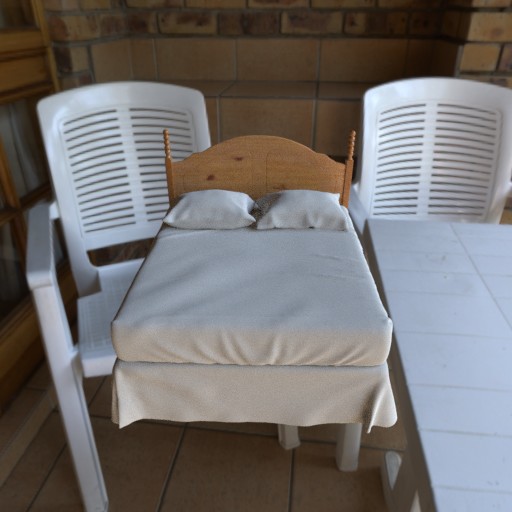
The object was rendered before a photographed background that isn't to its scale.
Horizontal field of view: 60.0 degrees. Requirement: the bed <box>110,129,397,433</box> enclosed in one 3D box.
[{"bbox_3d":[0.000,0.000,3.256,1.873,1.356,2.040,1,30,1],"label":"bed"}]
